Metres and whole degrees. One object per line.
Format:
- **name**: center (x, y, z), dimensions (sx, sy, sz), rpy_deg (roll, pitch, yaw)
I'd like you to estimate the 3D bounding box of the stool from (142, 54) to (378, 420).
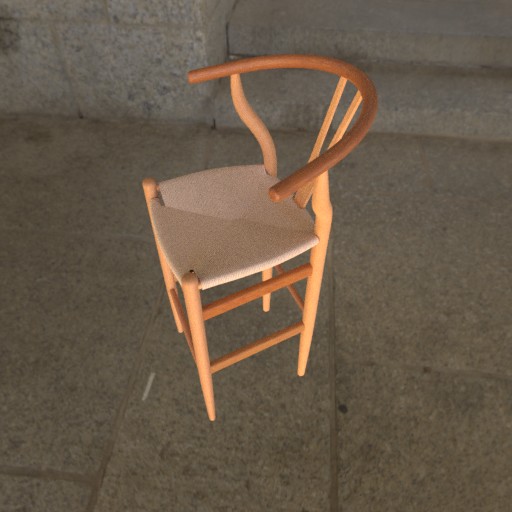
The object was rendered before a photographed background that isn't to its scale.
- **stool**: center (0.000, 0.000, 1.371), dimensions (0.561, 1.068, 0.574), rpy_deg (-17, 49, -16)
